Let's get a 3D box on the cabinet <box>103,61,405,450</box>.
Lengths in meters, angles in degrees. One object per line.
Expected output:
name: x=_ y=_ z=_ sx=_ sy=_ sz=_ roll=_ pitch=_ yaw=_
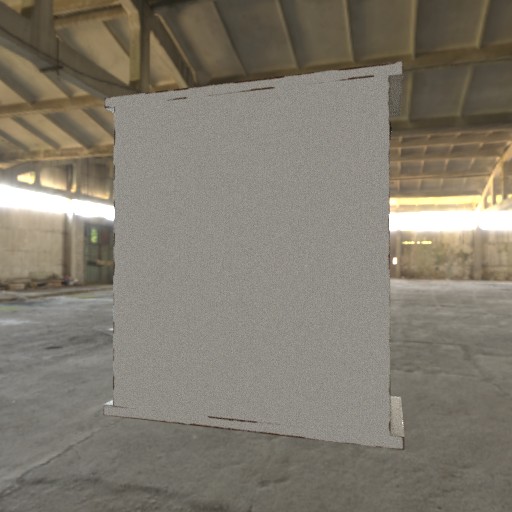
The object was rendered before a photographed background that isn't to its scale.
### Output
cabinet: x=0.000 y=0.000 z=0.865 sx=0.541 sy=0.603 sz=0.210 roll=0 pitch=-1 yaw=17
